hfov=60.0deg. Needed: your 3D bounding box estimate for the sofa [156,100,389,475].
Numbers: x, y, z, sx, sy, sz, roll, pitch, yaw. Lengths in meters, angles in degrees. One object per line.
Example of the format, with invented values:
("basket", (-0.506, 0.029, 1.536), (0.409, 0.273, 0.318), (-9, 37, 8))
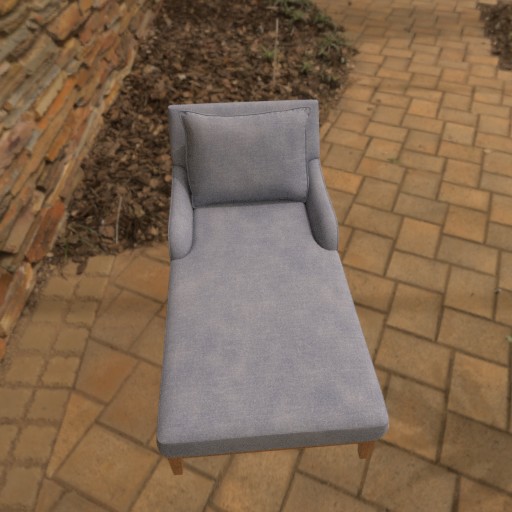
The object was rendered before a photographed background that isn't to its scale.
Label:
("sofa", (0.000, 0.000, 2.224), (0.904, 0.883, 1.779), (-3, 46, -3))
